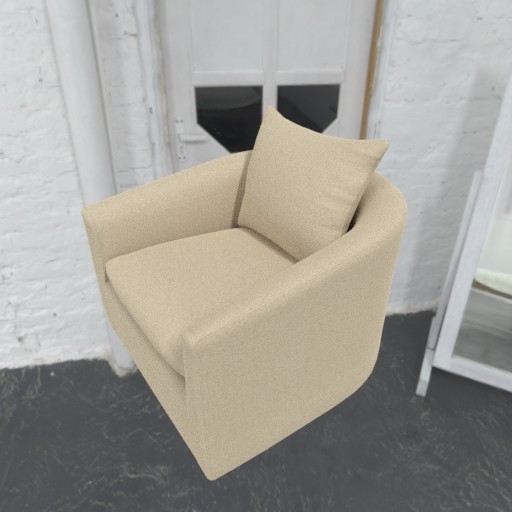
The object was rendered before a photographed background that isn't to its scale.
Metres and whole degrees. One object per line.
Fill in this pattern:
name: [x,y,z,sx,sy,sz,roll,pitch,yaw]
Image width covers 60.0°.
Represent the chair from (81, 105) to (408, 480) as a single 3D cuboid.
chair: [0.000,0.000,1.531,0.910,0.848,0.845,-20,36,-29]
